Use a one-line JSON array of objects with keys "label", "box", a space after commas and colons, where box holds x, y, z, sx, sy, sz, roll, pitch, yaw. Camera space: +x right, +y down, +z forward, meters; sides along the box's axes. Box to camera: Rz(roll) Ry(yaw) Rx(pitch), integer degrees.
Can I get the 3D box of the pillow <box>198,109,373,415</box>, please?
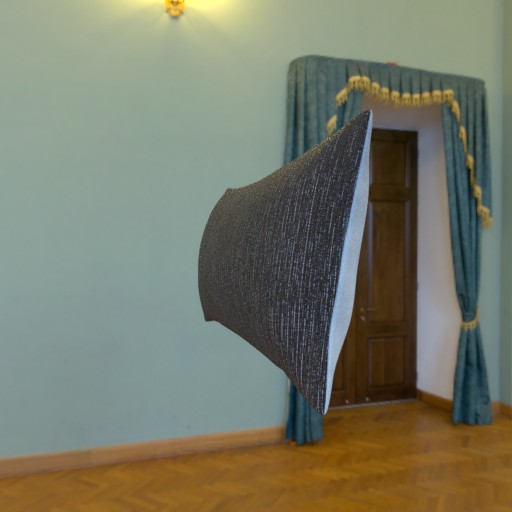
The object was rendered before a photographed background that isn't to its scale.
[{"label": "pillow", "box": [0.000, 0.000, 0.728, 0.156, 0.305, 0.608, 0, 1, -17]}]
